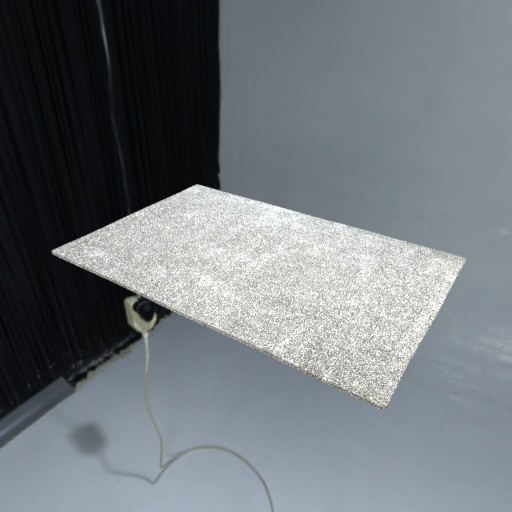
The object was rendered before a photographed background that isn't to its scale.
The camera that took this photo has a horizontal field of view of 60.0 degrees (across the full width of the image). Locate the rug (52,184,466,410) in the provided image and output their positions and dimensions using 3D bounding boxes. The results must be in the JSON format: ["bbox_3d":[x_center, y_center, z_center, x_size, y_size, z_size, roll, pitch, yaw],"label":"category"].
[{"bbox_3d":[0.000,0.000,2.967,2.350,0.025,1.502,19,35,29],"label":"rug"}]
